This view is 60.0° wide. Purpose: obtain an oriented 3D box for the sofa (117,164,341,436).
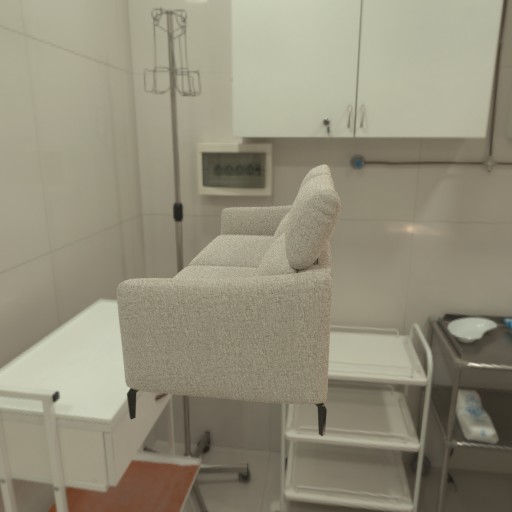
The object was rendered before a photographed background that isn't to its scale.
[{"bbox_3d":[0.000,0.000,2.560,0.856,0.956,2.015,2,15,8],"label":"sofa"}]
